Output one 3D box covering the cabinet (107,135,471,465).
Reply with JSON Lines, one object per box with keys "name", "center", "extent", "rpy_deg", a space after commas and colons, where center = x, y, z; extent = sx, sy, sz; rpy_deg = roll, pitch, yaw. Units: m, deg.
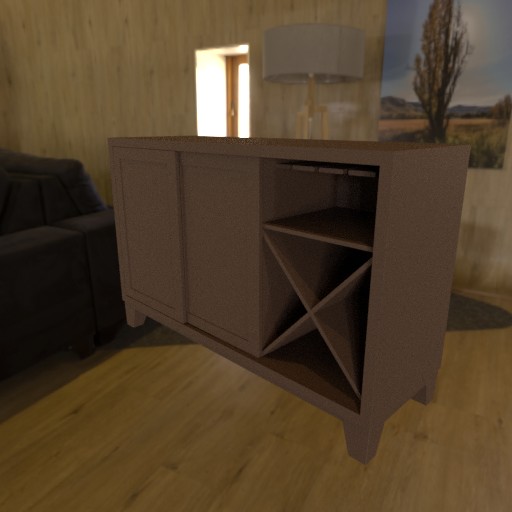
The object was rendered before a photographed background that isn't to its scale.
{"name": "cabinet", "center": [0.000, 0.000, 1.810], "extent": [1.396, 0.914, 0.482], "rpy_deg": [16, 23, 42]}
